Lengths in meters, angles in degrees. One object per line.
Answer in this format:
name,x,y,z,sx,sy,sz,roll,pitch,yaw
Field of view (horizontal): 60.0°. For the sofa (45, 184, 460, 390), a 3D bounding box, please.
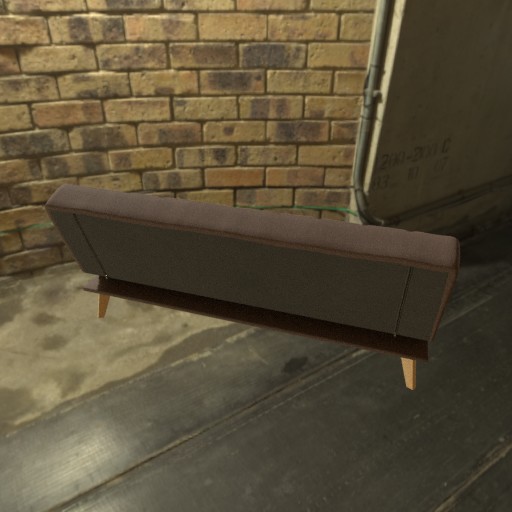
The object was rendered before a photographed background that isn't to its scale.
sofa,0.000,0.000,2.323,1.800,0.810,0.860,9,32,15
